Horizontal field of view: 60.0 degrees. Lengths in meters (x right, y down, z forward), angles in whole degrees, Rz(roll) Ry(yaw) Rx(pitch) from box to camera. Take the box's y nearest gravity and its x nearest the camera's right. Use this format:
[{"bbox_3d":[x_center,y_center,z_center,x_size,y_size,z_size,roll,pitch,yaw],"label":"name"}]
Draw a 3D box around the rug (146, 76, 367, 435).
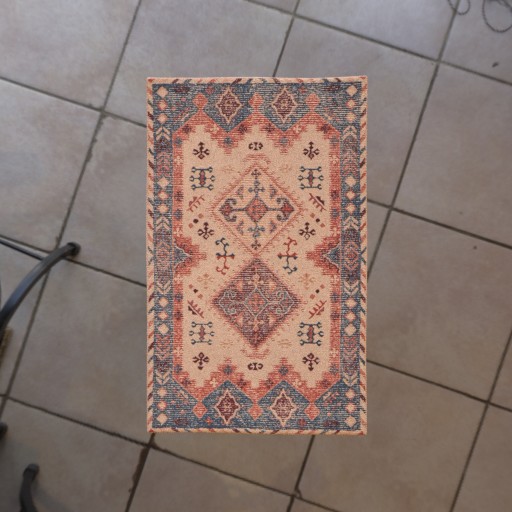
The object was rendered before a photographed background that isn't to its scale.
[{"bbox_3d":[0.000,0.000,3.053,1.521,0.023,2.464,0,91,1],"label":"rug"}]
